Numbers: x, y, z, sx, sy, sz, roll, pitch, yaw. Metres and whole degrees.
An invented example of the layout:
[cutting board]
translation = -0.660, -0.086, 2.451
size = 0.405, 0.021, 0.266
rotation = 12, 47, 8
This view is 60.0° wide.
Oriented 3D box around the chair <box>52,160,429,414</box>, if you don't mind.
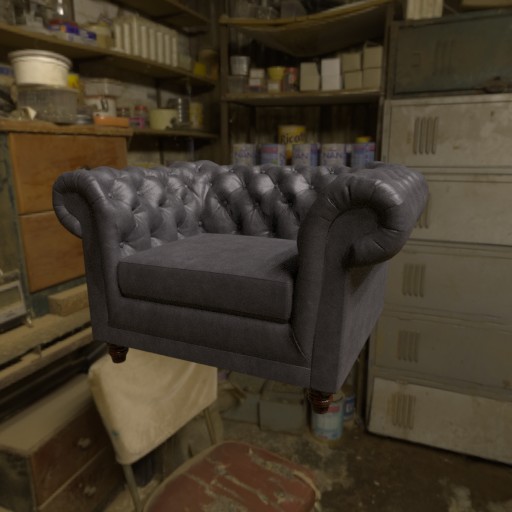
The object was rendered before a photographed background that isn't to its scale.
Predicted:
[chair]
translation = 0.000, 0.000, 1.869
size = 1.298, 0.780, 0.943
rotation = 6, 14, 24
